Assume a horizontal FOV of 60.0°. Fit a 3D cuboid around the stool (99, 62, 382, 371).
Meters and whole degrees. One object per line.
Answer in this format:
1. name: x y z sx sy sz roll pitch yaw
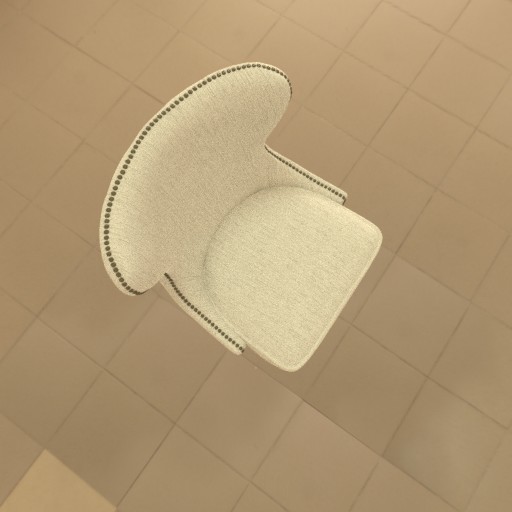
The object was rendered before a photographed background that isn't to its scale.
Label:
1. stool: 0.000 0.000 1.369 0.597 0.972 0.615 34 78 8
